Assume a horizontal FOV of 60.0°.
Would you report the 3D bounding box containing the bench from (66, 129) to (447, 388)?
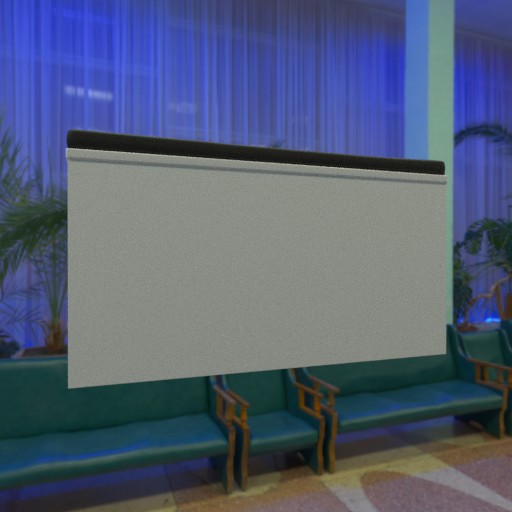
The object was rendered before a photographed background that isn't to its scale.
[{"bbox_3d":[0.000,0.000,1.172,0.899,0.500,0.401,0,0,-19],"label":"bench"}]
